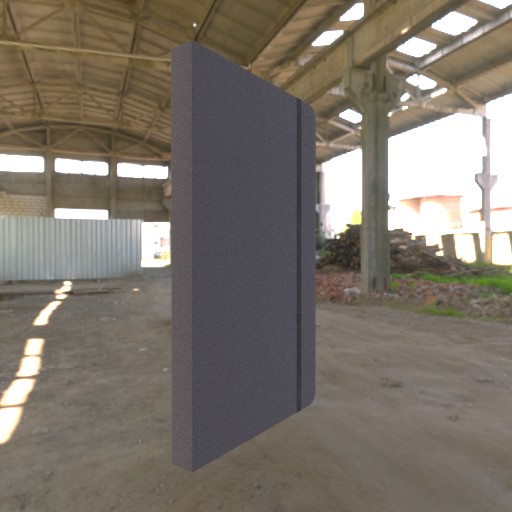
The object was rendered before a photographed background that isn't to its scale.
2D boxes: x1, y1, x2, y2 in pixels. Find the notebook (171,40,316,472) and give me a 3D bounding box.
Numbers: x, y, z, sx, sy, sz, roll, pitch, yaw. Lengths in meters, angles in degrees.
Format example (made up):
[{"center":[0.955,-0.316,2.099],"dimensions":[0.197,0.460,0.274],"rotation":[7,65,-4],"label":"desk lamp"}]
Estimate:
[{"center":[0.000,0.000,0.273],"dimensions":[0.016,0.213,0.127],"rotation":[0,1,36],"label":"notebook"}]
